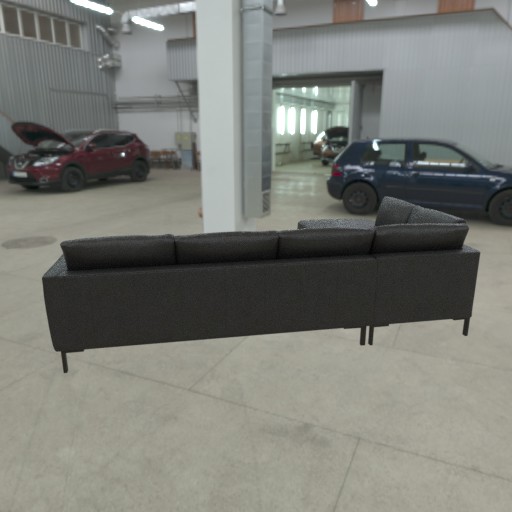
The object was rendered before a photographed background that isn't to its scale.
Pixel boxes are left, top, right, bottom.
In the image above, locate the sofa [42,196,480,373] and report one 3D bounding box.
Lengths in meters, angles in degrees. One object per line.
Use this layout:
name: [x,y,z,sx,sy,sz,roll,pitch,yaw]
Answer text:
sofa: [0.000,0.000,3.858,2.984,0.877,1.938,-3,16,-10]
